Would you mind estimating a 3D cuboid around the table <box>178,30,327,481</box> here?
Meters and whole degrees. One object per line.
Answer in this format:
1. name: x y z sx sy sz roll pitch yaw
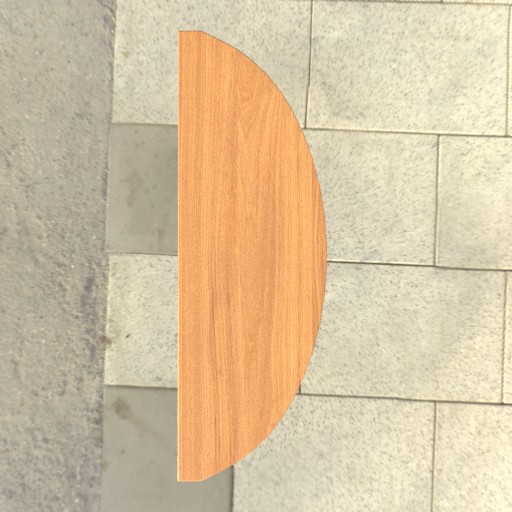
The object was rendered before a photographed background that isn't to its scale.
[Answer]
1. table: 0.000 0.000 1.517 0.394 0.692 1.198 0 90 2
